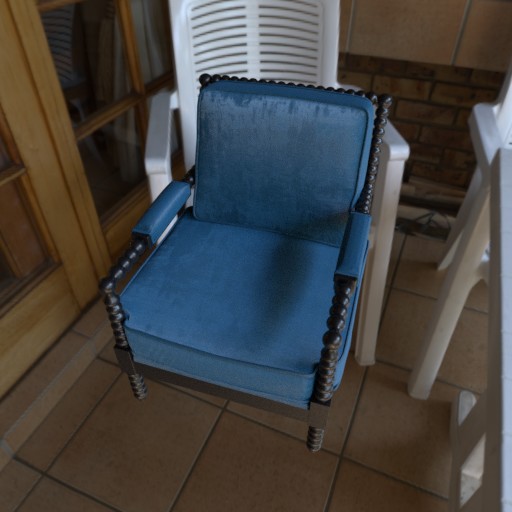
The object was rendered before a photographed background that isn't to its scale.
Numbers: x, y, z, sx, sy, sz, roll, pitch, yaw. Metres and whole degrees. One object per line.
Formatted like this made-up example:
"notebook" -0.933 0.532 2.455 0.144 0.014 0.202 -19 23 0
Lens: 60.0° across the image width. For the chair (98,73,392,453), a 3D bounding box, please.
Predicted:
"chair" 0.000 0.000 1.424 0.688 0.857 0.805 12 42 13
